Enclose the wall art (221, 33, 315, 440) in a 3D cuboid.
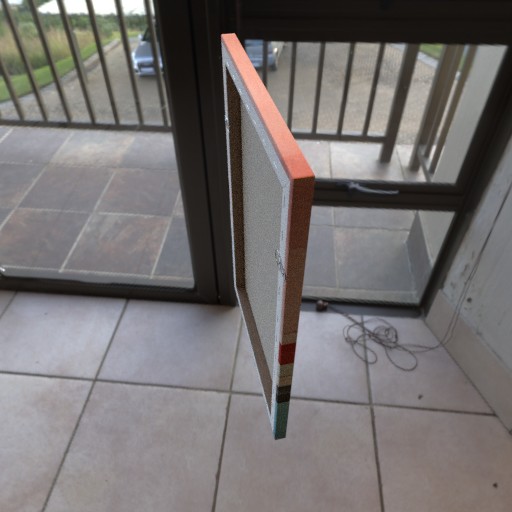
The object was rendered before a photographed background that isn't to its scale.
[{"bbox_3d":[0.000,0.000,1.178,0.038,0.914,0.610,-9,46,-9],"label":"wall art"}]
